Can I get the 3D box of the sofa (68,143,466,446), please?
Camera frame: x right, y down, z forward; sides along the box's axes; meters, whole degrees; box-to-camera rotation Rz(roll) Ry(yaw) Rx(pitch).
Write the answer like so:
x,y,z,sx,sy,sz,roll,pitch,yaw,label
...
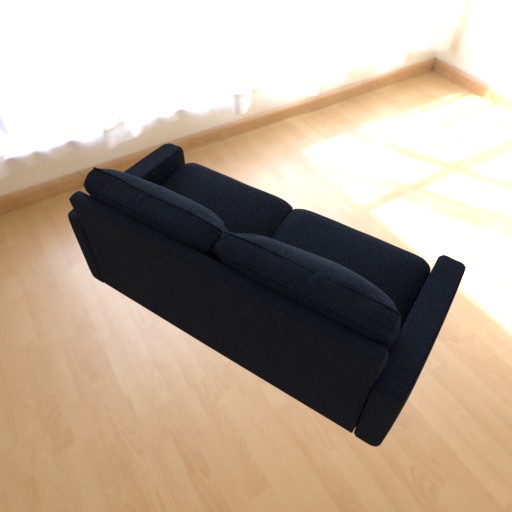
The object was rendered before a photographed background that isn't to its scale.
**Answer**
x,y,z,sx,sy,sz,roll,pitch,yaw,label
0.000,0.000,2.541,2.080,0.919,0.940,26,53,22,sofa
